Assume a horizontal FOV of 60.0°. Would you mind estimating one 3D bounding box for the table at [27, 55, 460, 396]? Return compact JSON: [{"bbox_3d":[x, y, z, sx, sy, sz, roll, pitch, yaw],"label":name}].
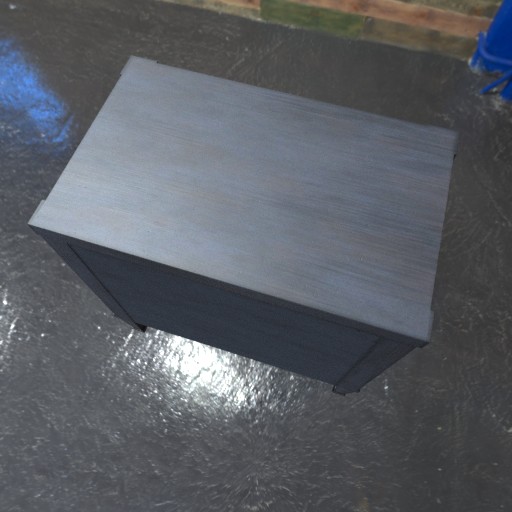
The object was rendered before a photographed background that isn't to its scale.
[{"bbox_3d":[0.000,0.000,1.068,0.660,0.660,0.413,16,66,7],"label":"table"}]
